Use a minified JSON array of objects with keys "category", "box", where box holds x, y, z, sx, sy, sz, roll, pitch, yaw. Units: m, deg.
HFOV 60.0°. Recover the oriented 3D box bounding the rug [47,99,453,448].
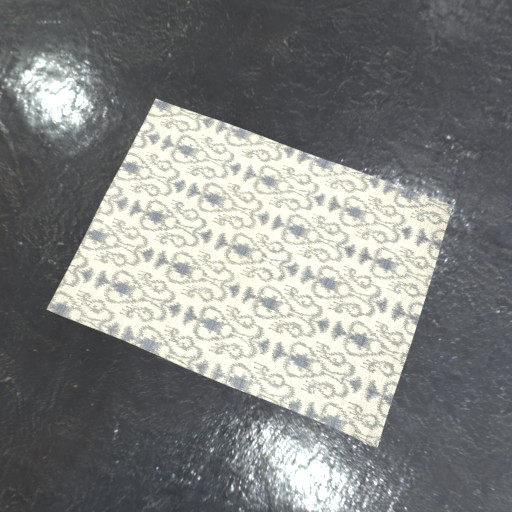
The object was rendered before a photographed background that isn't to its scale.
[{"category":"rug","box":[0.000,0.000,2.962,2.261,0.013,1.676,21,77,5]}]
